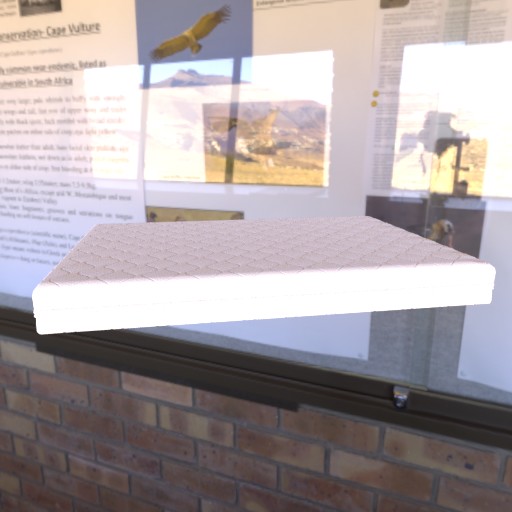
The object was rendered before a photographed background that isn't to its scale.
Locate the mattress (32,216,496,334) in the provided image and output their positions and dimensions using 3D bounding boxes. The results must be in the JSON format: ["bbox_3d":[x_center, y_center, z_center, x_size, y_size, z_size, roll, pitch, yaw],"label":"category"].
[{"bbox_3d":[0.000,0.000,2.543,2.000,0.200,1.400,-3,15,-10],"label":"mattress"}]
